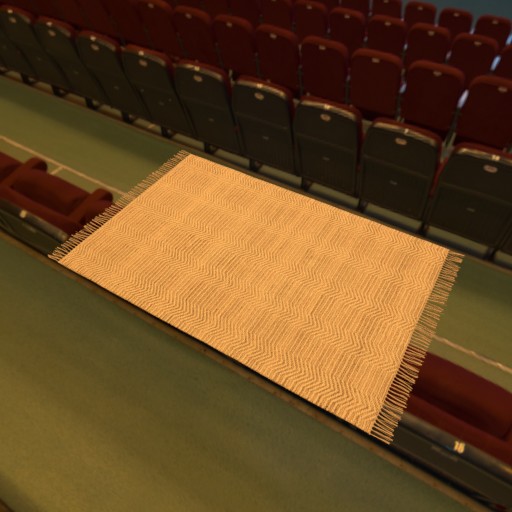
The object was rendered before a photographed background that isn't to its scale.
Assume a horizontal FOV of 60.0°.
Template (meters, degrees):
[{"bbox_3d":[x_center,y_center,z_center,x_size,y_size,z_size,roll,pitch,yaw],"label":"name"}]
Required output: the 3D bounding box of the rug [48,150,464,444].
[{"bbox_3d":[0.000,0.000,2.488,2.021,0.027,1.224,24,51,21],"label":"rug"}]
